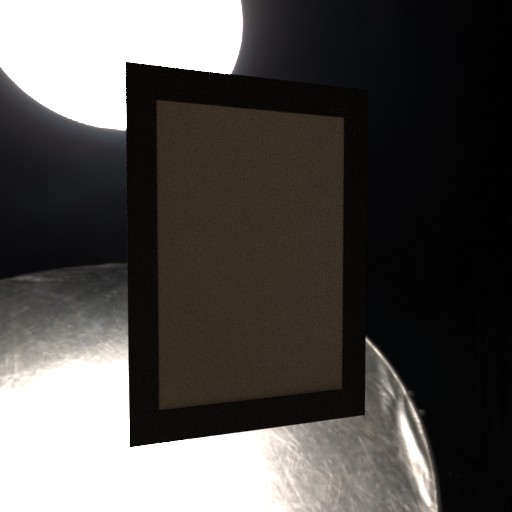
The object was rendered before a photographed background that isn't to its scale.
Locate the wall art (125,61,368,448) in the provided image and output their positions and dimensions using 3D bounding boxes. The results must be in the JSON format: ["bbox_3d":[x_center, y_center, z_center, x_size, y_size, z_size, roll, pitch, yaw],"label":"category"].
[{"bbox_3d":[0.000,0.000,0.643,0.359,0.508,0.013,-1,2,-18],"label":"wall art"}]
